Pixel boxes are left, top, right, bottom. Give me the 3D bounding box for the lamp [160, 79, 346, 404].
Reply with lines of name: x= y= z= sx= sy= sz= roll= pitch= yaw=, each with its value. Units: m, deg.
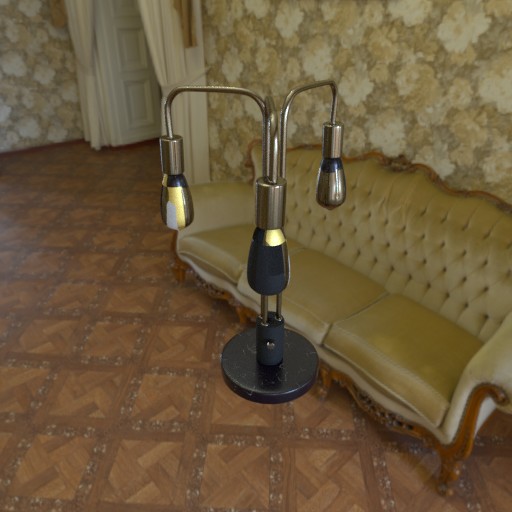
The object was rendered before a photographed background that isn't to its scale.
lamp: x=0.000 y=0.000 z=0.792 sx=0.355 sy=0.560 sz=0.368 roll=1 pitch=30 yaw=1
